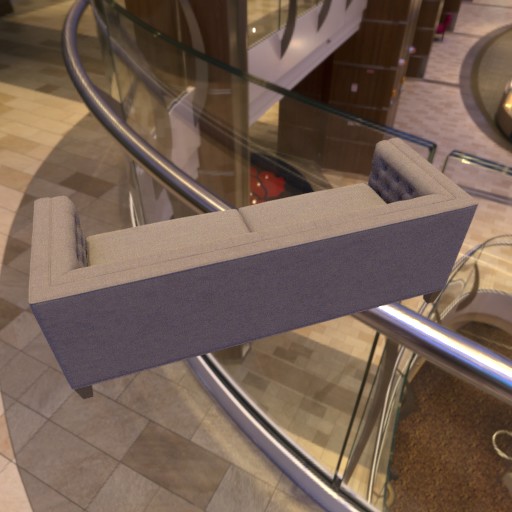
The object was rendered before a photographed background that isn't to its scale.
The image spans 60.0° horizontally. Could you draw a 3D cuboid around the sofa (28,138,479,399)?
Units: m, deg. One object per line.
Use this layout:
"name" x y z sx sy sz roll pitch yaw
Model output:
"sofa" 0.000 0.000 2.523 2.159 0.762 0.775 -13 43 -14
